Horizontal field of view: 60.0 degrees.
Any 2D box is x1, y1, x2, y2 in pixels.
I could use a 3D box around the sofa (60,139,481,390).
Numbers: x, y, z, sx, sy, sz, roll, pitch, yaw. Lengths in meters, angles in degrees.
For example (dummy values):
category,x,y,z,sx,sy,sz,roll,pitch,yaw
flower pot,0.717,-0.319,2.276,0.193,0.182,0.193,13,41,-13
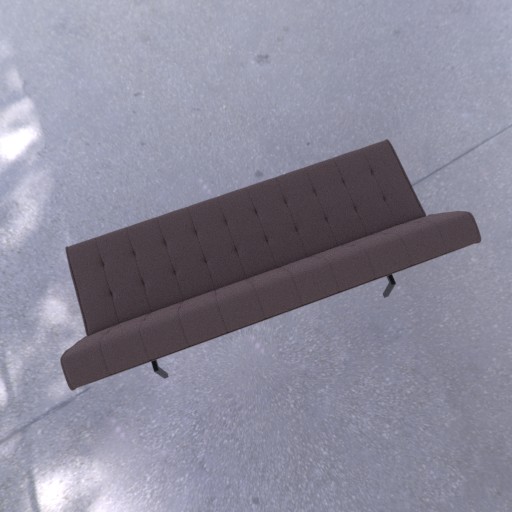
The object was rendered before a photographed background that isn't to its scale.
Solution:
category,x,y,z,sx,sy,sz,roll,pitch,yaw
sofa,0.000,0.000,2.097,1.703,0.699,0.747,-19,77,-5
